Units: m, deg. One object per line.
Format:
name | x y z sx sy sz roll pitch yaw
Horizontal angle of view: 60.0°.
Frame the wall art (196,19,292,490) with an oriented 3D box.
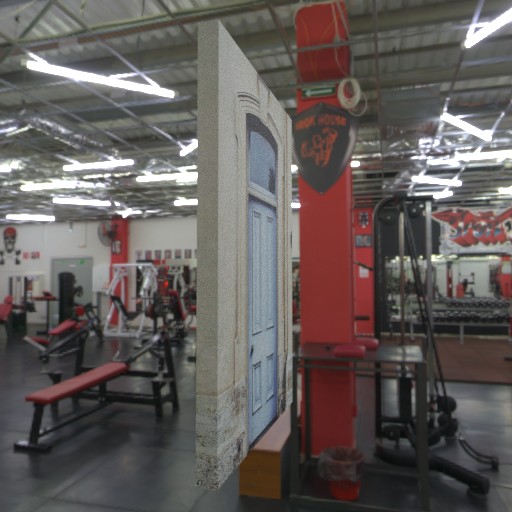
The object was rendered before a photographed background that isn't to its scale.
wall art | 0.000 0.000 0.964 0.038 0.764 0.508 -1 -2 18
